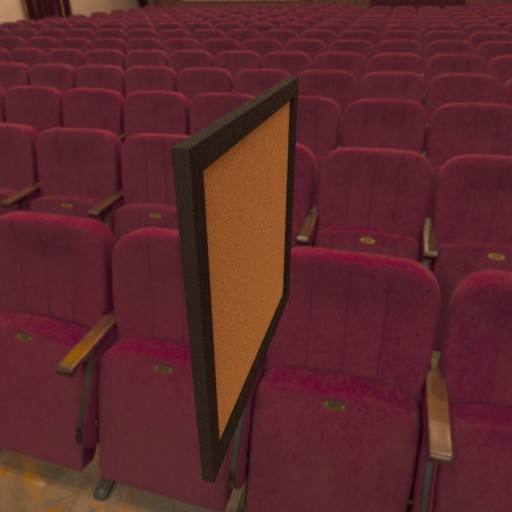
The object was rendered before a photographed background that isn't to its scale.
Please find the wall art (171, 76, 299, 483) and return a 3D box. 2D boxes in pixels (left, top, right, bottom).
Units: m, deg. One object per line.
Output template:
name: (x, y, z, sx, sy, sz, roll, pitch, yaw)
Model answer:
wall art: (0.000, 0.000, 1.511, 0.038, 1.016, 1.016, 8, 30, 14)
